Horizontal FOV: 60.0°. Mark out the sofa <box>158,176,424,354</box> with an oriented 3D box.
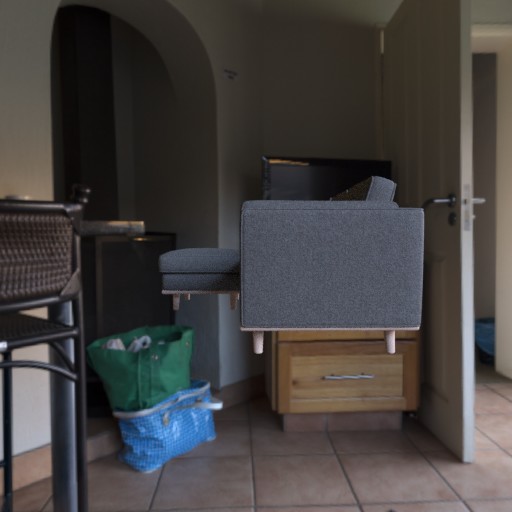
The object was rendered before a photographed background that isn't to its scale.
[{"bbox_3d":[0.000,0.000,3.261,1.604,0.929,2.411,0,2,0],"label":"sofa"}]
